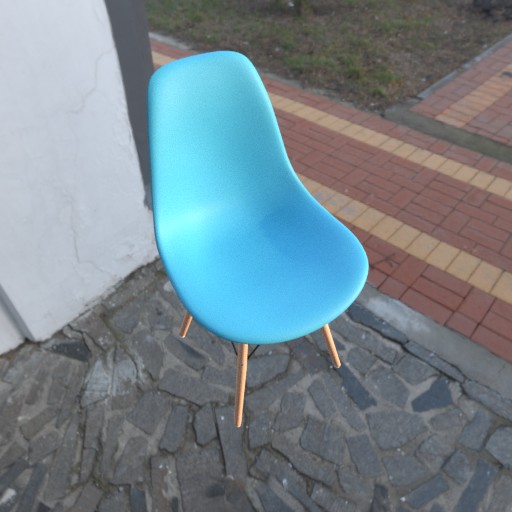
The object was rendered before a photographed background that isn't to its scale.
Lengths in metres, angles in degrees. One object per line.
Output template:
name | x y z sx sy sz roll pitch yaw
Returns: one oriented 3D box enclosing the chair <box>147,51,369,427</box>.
chair | 0.000 0.000 1.130 0.470 0.826 0.531 -24 50 -22
